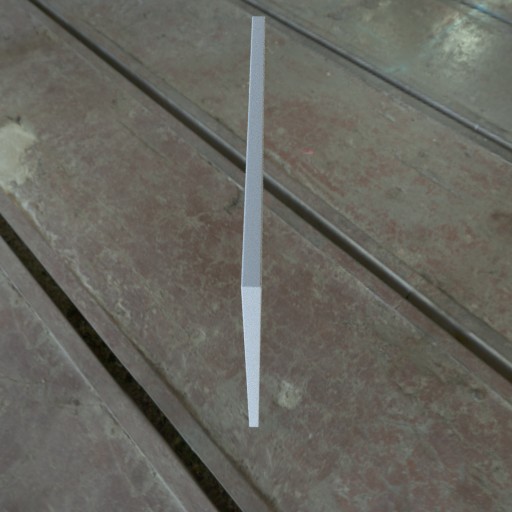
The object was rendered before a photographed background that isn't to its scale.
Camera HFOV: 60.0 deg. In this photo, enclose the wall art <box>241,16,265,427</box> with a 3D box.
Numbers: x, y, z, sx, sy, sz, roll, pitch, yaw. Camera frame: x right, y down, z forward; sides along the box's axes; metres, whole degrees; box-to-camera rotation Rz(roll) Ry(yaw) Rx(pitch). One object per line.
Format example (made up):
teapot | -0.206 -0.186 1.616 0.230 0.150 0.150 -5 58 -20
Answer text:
wall art | 0.000 0.000 1.579 0.038 1.212 0.914 1 57 1
